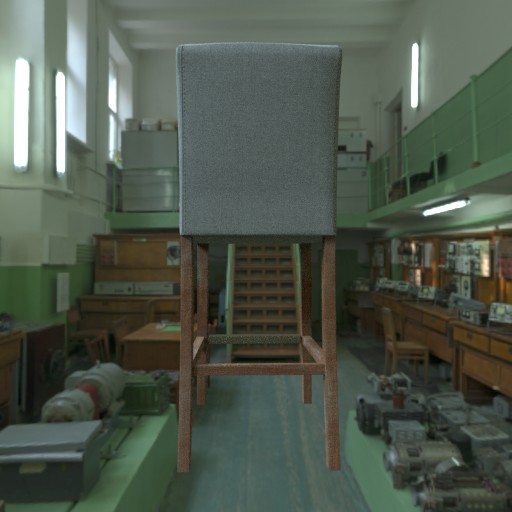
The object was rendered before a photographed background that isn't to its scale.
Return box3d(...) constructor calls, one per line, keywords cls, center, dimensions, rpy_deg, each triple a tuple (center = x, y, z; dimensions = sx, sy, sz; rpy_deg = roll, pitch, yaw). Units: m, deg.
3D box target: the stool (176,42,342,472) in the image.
box3d(cls="stool", center=(0.000, 0.000, 1.388), dimensions=(0.439, 1.088, 0.570), rpy_deg=(0, 0, -2))
